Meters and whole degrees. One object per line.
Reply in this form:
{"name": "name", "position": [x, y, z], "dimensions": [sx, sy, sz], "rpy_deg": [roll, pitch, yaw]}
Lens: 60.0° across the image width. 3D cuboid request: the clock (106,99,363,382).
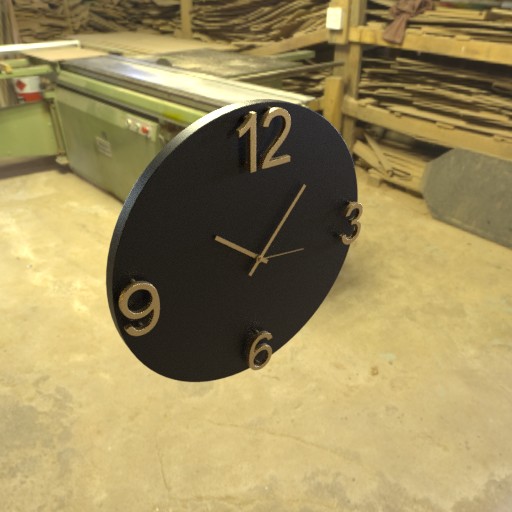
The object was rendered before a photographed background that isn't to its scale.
{"name": "clock", "position": [0.000, 0.000, 0.679], "dimensions": [0.454, 0.454, 0.038], "rpy_deg": [-22, 38, -32]}
